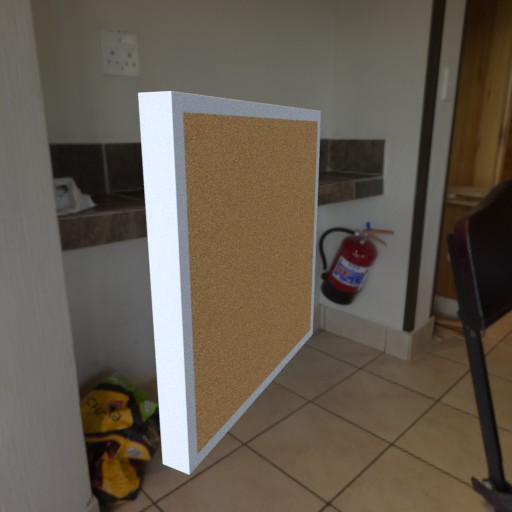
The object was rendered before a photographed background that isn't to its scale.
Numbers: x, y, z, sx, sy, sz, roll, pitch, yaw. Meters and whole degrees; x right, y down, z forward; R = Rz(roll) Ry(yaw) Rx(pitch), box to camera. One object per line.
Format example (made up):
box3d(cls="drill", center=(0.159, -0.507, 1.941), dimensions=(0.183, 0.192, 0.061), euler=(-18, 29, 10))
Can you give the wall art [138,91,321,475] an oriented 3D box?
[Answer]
box3d(cls="wall art", center=(0.000, 0.000, 0.627), dimensions=(0.038, 0.406, 0.406), euler=(8, 17, 26))
